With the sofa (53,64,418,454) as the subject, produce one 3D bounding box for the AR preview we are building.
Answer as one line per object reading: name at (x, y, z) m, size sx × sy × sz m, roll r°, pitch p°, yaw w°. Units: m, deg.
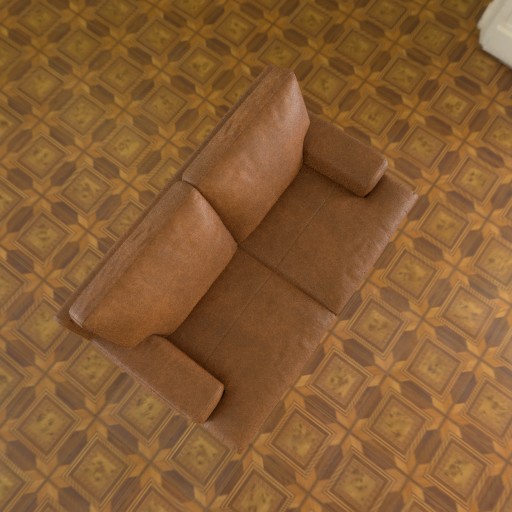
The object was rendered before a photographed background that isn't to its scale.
sofa at (0.000, 0.000, 2.518) m, size 1.144 × 0.966 × 1.880 m, roll 35°, pitch 78°, yaw 9°
